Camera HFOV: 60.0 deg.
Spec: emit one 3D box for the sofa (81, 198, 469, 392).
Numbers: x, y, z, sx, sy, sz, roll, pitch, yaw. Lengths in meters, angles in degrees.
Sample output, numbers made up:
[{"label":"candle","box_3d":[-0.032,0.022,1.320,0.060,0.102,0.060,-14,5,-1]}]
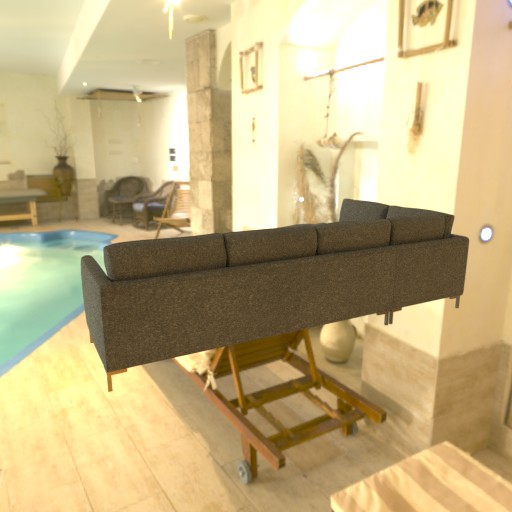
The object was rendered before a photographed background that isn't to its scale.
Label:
[{"label":"sofa","box_3d":[0.000,0.000,3.853,2.949,0.815,2.007,-7,15,-27]}]
